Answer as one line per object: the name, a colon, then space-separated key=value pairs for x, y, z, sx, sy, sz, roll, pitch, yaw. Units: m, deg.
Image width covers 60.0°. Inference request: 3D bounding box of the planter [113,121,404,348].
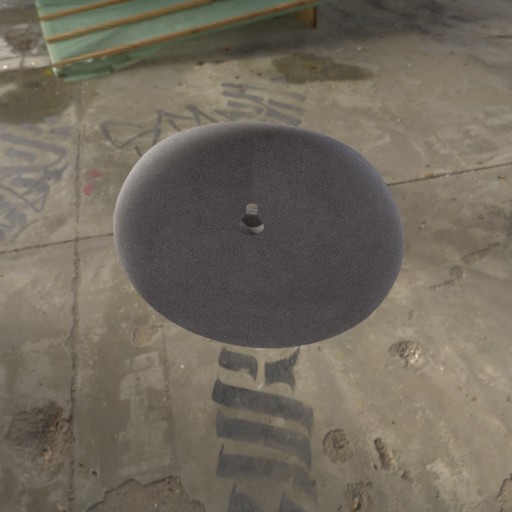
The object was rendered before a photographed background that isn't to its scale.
planter: x=0.000 y=0.000 z=0.290 sx=0.185 sy=0.188 sz=0.071 roll=4 pitch=46 yaw=4
